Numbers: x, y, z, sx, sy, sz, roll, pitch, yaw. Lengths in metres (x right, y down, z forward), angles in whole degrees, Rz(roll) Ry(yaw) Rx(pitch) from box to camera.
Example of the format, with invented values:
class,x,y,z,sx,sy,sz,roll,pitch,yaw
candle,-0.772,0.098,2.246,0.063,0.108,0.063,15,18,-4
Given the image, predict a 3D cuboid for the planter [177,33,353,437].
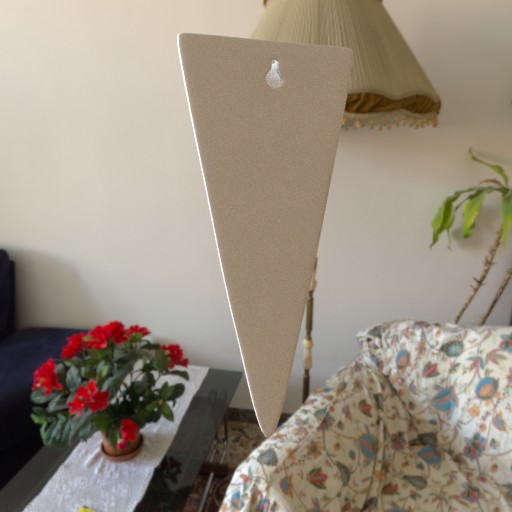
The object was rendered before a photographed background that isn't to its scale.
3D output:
class,x,y,z,sx,sy,sz,roll,pitch,yaw
planter,0.000,0.000,0.392,0.143,0.338,0.065,-8,18,-25
